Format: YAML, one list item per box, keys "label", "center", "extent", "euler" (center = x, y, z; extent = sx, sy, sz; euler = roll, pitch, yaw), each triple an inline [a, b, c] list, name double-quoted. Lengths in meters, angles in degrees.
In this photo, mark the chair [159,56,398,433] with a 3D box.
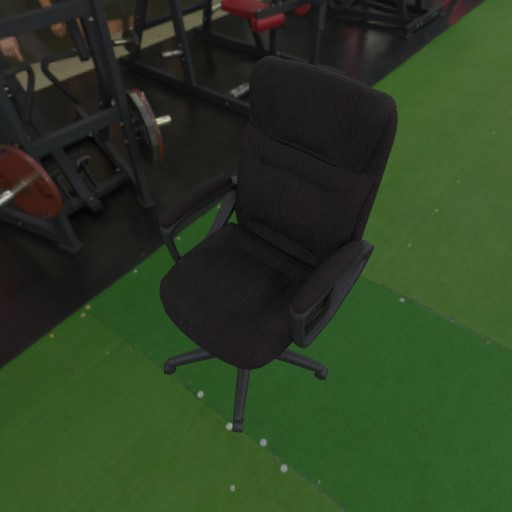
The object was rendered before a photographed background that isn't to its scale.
- label: "chair"
  center: [0.000, 0.000, 1.546]
  extent: [0.667, 1.105, 0.724]
  euler: [31, 53, 27]
